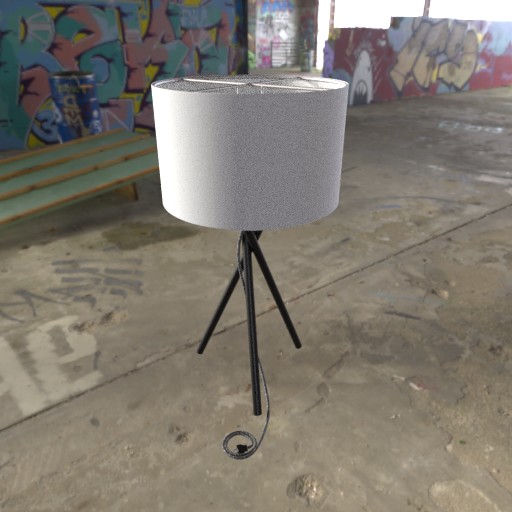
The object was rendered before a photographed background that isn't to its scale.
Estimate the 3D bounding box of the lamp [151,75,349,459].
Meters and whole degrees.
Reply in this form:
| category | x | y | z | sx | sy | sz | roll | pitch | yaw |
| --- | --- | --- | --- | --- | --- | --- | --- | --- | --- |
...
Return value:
| category | x | y | z | sx | sy | sz | roll | pitch | yaw |
| --- | --- | --- | --- | --- | --- | --- | --- | --- | --- |
| lamp | 0.000 | 0.000 | 0.928 | 0.353 | 0.674 | 0.422 | -8 | 28 | -16 |
